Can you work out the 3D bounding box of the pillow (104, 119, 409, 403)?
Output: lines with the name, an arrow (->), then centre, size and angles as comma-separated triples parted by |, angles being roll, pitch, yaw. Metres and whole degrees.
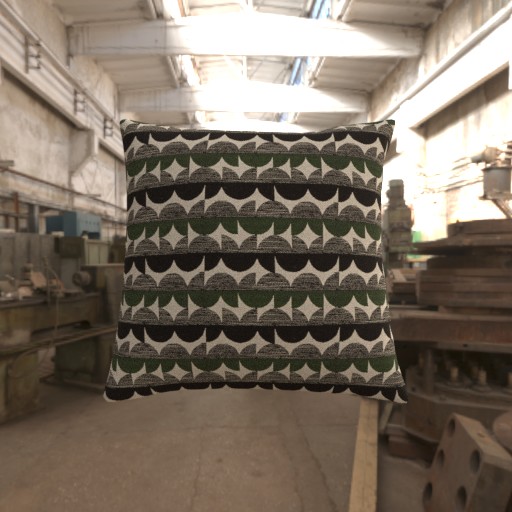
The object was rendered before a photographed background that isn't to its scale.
pillow -> 0.000, 0.000, 0.637 | 0.419, 0.404, 0.180 | 0, 1, 0
